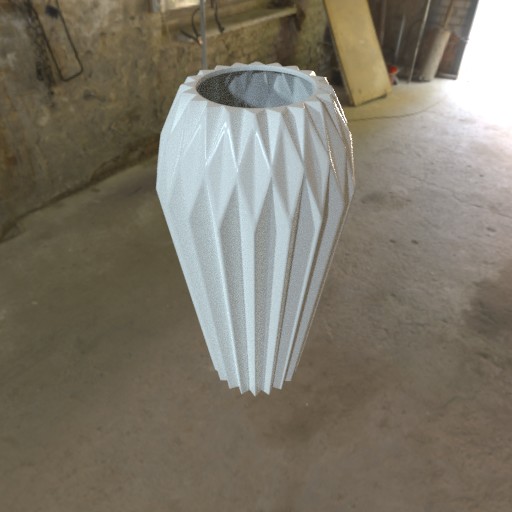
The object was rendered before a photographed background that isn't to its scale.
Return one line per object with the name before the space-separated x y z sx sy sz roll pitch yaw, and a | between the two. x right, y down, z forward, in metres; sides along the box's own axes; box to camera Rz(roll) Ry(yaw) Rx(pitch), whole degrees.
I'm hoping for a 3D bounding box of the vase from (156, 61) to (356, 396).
vase | 0.000 0.000 0.344 0.133 0.263 0.133 0 40 0
